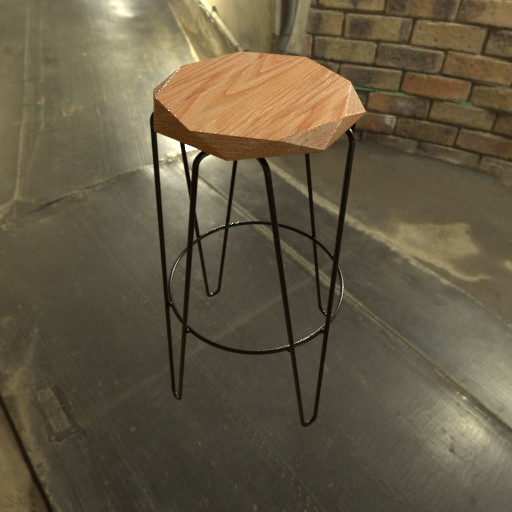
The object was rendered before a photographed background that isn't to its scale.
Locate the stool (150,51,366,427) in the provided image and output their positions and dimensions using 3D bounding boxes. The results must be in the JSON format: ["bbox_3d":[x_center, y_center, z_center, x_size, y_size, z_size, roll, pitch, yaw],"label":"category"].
[{"bbox_3d":[0.000,0.000,0.783,0.326,0.610,0.326,9,46,9],"label":"stool"}]
